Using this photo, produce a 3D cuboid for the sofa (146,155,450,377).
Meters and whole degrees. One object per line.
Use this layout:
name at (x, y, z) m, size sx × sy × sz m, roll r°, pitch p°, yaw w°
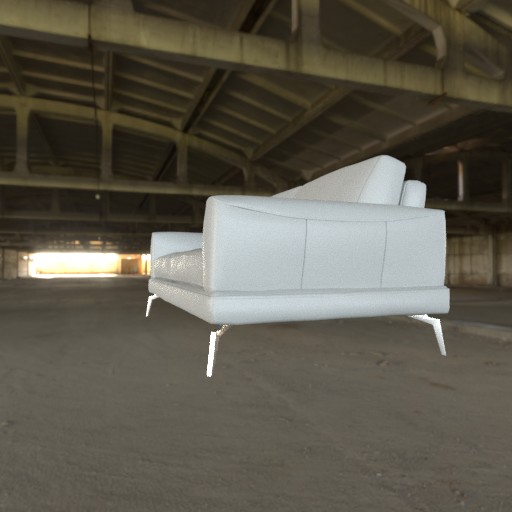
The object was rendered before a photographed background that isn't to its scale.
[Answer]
sofa at (0.000, 0.000, 2.740) m, size 1.121 × 0.930 × 2.177 m, roll 0°, pitch -1°, yaw -19°
